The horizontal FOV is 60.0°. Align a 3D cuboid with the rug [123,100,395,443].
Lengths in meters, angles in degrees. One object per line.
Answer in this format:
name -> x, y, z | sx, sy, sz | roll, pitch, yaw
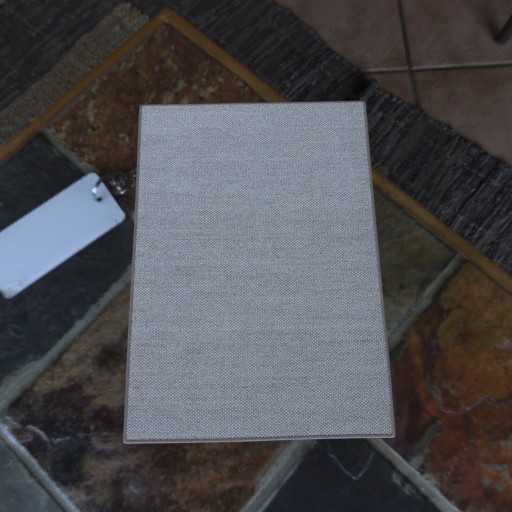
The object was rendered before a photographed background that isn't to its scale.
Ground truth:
rug -> 0.000, 0.000, 2.712 | 1.517, 0.013, 2.115 | -1, 76, 0
